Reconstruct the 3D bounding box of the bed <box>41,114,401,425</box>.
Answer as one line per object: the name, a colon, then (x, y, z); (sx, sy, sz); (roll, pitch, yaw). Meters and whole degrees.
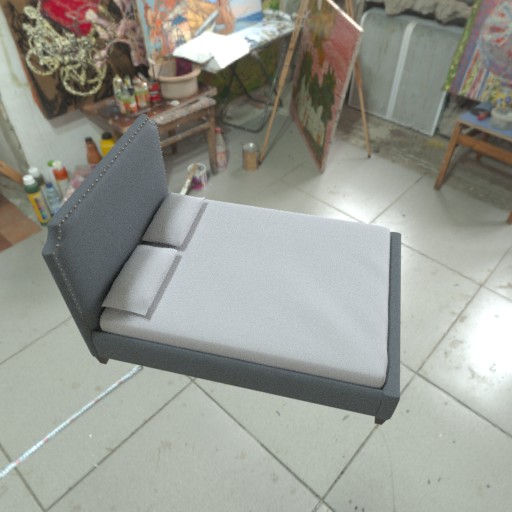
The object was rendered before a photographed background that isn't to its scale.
bed: (0.000, 0.000, 3.522); (2.372, 1.443, 1.712); (10, 46, 9)
